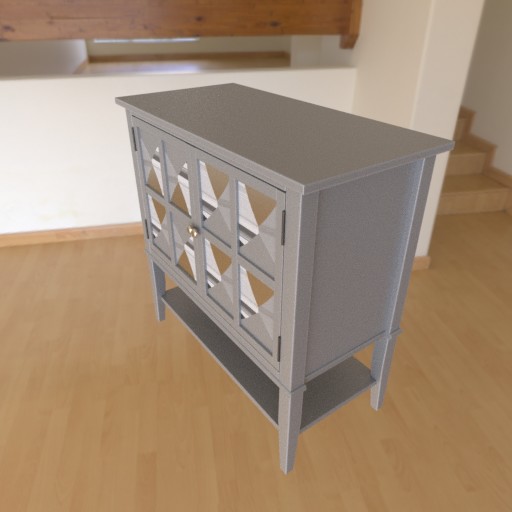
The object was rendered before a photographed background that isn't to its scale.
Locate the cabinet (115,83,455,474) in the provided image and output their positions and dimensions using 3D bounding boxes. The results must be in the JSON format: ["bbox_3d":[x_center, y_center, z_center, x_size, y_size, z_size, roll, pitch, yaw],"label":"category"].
[{"bbox_3d":[0.000,0.000,1.256,0.396,0.780,0.801,-20,36,-30],"label":"cabinet"}]
